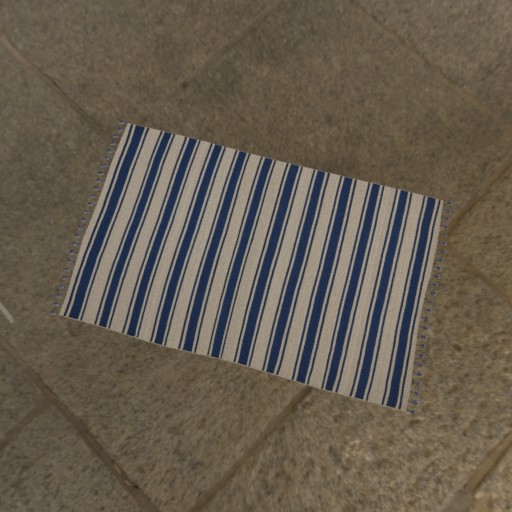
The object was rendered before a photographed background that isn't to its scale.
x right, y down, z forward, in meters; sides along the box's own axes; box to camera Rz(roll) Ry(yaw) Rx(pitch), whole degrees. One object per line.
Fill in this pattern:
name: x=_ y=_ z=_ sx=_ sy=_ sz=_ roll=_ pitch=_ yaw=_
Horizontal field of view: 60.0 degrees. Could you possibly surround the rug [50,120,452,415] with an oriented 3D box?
rug: x=0.000 y=0.000 z=2.559 sx=2.108 sy=0.009 sz=1.248 roll=15 pitch=77 yaw=3
